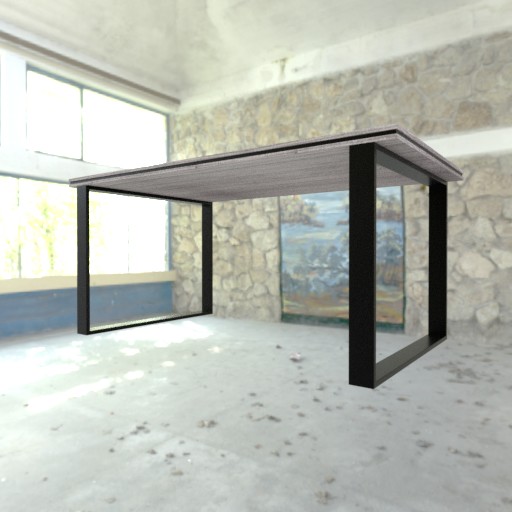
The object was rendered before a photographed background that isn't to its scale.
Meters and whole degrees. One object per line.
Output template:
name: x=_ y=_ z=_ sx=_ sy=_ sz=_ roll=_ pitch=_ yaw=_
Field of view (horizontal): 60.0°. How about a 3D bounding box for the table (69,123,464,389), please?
table: x=0.000 y=0.000 z=2.025 sx=1.579 sy=0.736 sz=0.881 roll=0 pitch=1 yaw=36
